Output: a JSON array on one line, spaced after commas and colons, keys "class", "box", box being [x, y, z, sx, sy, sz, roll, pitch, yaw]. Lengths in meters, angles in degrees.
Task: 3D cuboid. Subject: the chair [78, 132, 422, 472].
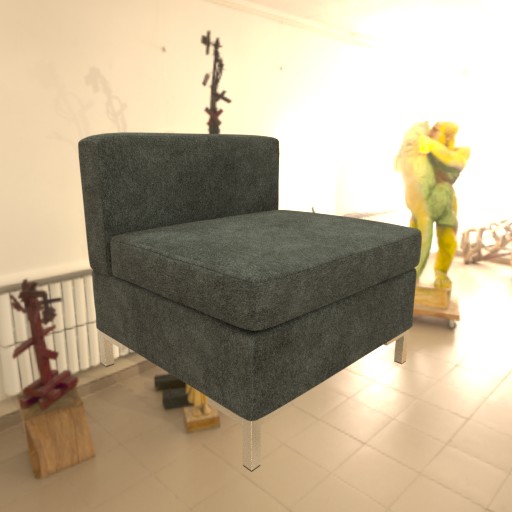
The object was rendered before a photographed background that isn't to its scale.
[{"class": "chair", "box": [0.000, 0.000, 1.223, 0.680, 0.660, 0.680, 14, 20, 43]}]
